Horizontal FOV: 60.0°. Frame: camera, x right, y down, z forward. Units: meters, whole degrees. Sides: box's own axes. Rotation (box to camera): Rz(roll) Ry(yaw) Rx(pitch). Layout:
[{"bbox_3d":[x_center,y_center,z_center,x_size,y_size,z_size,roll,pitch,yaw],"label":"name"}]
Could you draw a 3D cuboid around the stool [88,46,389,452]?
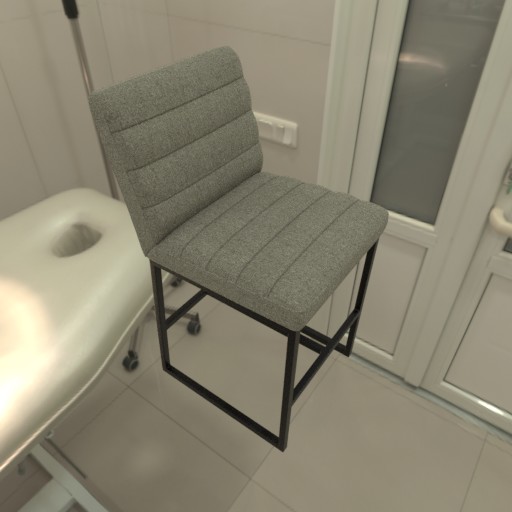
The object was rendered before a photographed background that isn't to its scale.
[{"bbox_3d":[0.000,0.000,1.232,0.560,0.940,0.460,25,46,27],"label":"stool"}]
